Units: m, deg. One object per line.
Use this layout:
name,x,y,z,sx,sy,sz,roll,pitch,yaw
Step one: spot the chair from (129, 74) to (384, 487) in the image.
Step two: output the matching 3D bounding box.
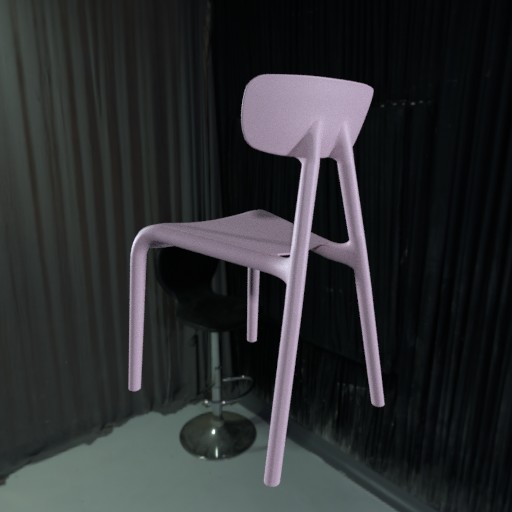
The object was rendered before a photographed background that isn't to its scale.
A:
chair,0.000,0.000,0.823,0.356,0.580,0.401,-13,20,-42
